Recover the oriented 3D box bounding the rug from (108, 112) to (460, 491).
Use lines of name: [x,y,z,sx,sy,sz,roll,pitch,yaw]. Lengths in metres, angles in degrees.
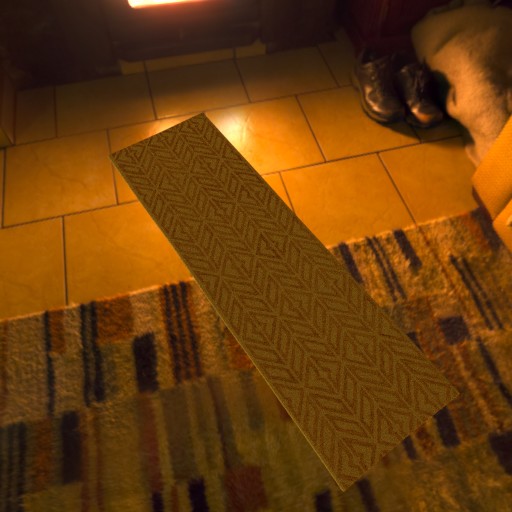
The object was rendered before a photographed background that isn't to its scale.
rug: [0.000,0.000,2.580,0.750,0.009,2.435,-31,64,-17]
